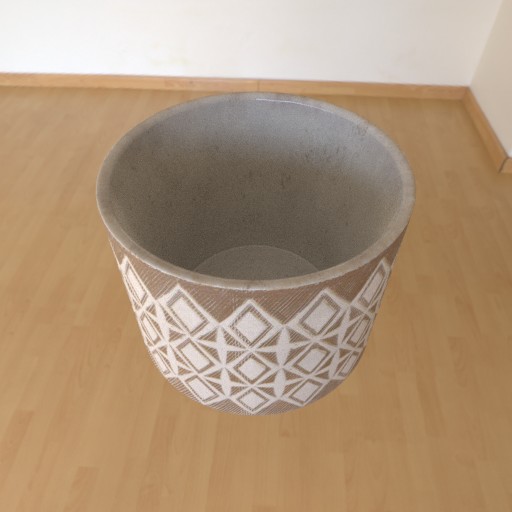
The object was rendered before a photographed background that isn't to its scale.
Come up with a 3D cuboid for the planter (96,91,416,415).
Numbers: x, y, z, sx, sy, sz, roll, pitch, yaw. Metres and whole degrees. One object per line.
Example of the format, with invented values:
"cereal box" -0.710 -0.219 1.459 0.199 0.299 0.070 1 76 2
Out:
"planter" 0.000 0.000 0.335 0.193 0.165 0.193 0 47 0
